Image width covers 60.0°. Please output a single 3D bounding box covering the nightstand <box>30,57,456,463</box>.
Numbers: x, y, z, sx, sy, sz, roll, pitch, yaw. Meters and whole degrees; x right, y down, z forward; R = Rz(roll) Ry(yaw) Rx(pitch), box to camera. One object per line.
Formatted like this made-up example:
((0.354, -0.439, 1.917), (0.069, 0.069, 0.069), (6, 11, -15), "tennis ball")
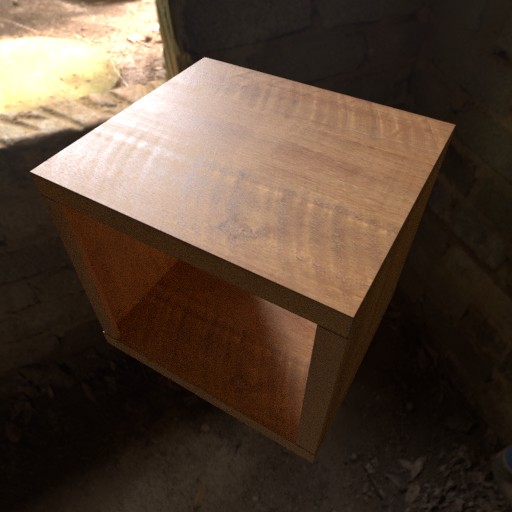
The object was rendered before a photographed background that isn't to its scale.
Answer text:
((0.000, 0.000, 0.850), (0.493, 0.491, 0.436), (24, 52, 20), "nightstand")
